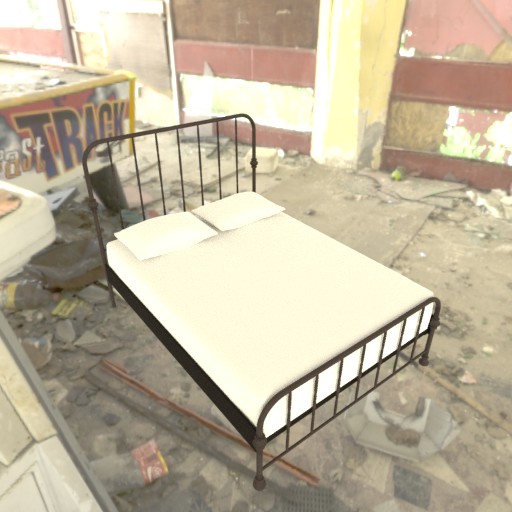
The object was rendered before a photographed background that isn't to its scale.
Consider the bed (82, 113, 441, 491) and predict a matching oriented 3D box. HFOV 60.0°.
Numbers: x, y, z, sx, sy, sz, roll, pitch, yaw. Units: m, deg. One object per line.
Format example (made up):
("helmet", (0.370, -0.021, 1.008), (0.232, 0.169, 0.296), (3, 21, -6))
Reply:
("bed", (0.000, 0.000, 3.199), (1.616, 1.446, 2.134), (-22, 37, -32))
